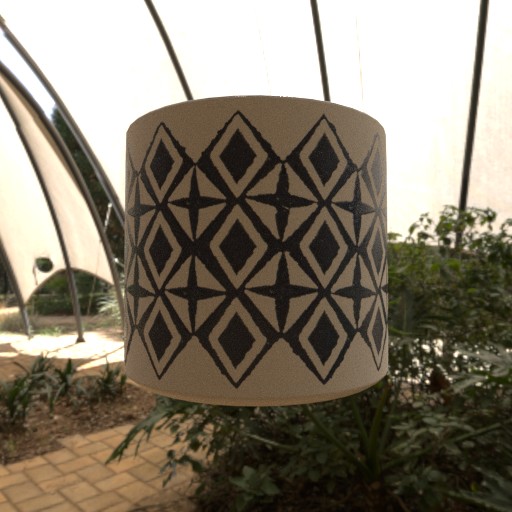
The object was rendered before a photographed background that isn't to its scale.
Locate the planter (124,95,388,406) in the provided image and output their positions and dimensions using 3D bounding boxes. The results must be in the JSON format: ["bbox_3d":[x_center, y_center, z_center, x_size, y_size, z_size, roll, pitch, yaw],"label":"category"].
[{"bbox_3d":[0.000,0.000,0.393,0.224,0.203,0.224,0,-1,0],"label":"planter"}]
